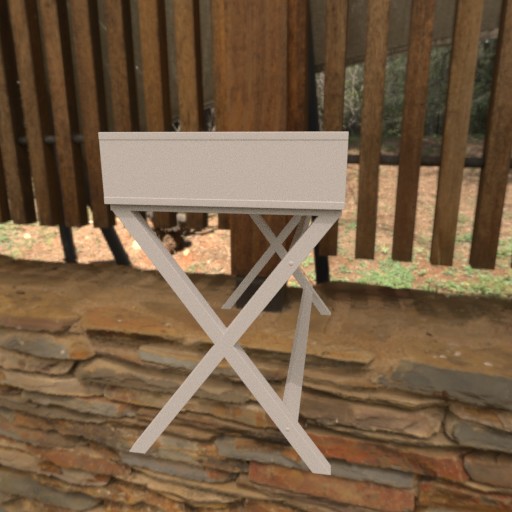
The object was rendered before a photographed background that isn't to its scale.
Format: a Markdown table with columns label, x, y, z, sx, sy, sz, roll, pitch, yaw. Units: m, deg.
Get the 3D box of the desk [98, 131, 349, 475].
| label | x | y | z | sx | sy | sz | roll | pitch | yaw |
| --- | --- | --- | --- | --- | --- | --- | --- | --- | --- |
| desk | 0.000 | 0.000 | 1.475 | 0.525 | 0.780 | 1.057 | 2 | 15 | 9 |
